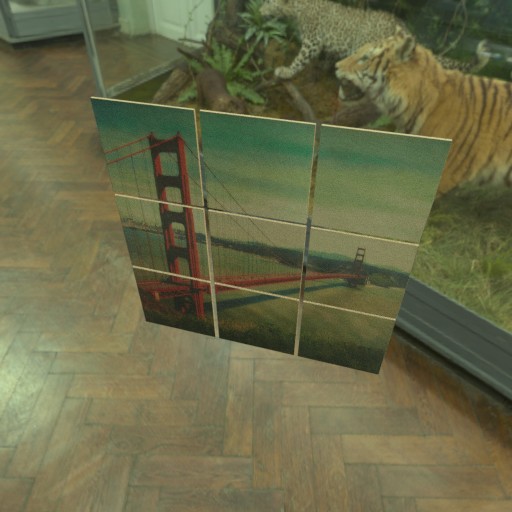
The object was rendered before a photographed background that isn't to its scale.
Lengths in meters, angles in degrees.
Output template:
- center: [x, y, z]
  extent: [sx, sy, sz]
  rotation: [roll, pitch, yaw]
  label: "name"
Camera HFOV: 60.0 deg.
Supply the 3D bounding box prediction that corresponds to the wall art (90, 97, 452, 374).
- center: [0.000, 0.000, 2.303]
  extent: [1.519, 1.507, 0.014]
  rotation: [11, 42, 12]
  label: "wall art"
